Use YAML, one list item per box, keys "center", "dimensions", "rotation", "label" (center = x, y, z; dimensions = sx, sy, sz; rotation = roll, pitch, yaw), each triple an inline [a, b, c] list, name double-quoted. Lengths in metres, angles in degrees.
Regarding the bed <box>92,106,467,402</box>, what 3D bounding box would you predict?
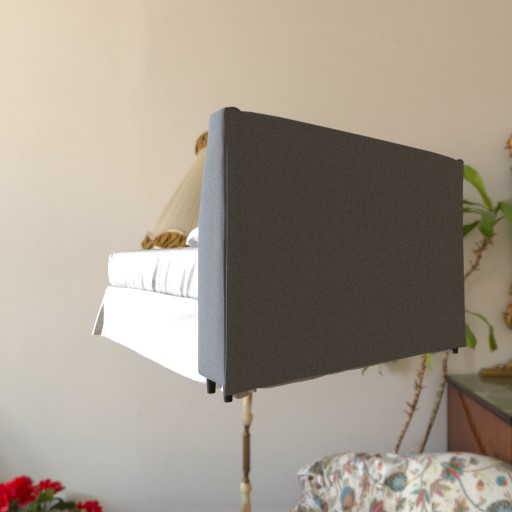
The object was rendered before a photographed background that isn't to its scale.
- center: [0.000, 0.000, 3.391]
  dimensions: [1.925, 1.332, 2.276]
  rotation: [0, -1, -35]
  label: "bed"
